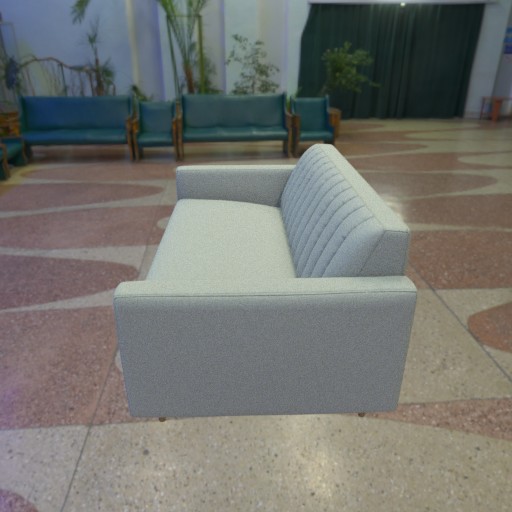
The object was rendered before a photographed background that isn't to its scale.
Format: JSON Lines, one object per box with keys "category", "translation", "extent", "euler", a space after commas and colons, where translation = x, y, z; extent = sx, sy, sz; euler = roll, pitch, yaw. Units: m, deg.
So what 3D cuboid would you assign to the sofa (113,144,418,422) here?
{"category": "sofa", "translation": [0.000, 0.000, 2.128], "extent": [0.950, 0.801, 1.585], "euler": [-1, 25, -2]}
